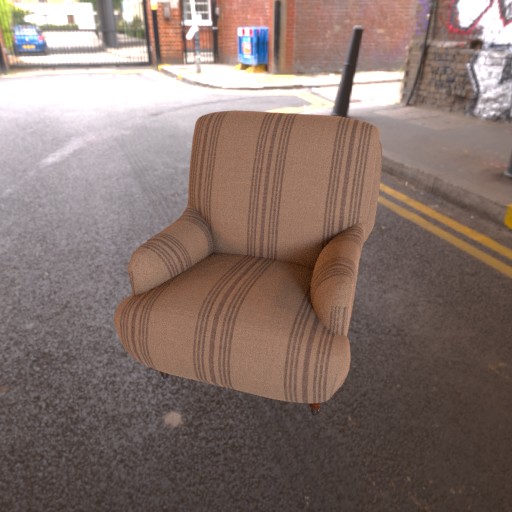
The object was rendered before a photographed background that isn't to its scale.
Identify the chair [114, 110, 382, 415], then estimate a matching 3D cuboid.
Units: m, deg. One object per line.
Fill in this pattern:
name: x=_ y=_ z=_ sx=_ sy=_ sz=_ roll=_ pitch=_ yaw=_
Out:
chair: x=0.000 y=0.000 z=1.674 sx=0.813 sy=0.940 sz=0.914 roll=8 pitch=28 yaw=16
